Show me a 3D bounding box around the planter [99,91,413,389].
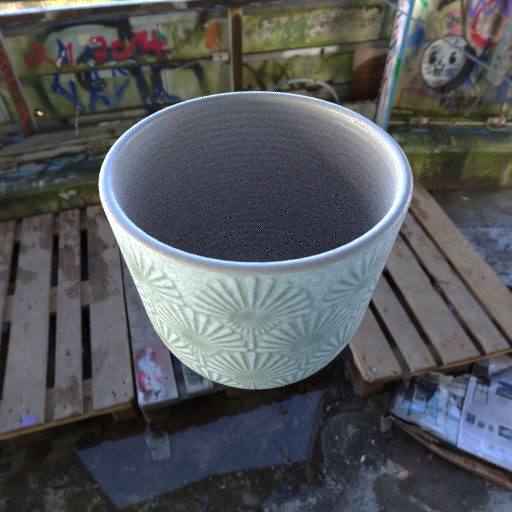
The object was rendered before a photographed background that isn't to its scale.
[{"bbox_3d":[0.000,0.000,0.298,0.170,0.152,0.170,0,45,0],"label":"planter"}]
